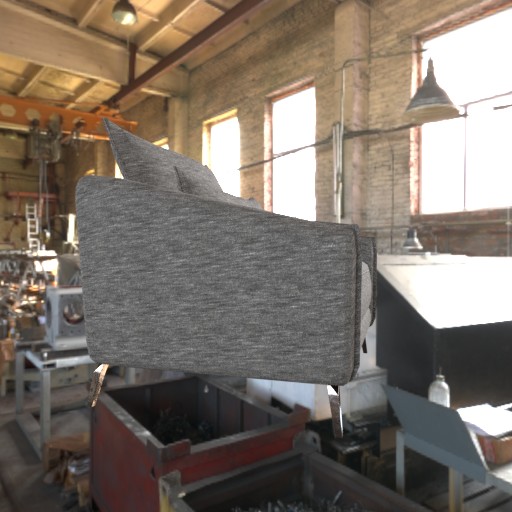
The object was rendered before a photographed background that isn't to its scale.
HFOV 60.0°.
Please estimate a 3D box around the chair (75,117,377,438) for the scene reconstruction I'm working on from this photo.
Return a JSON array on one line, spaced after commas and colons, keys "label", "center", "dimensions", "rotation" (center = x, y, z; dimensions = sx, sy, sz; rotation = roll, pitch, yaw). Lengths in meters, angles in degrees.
[{"label": "chair", "center": [0.000, 0.000, 1.590], "dimensions": [0.805, 0.842, 1.004], "rotation": [0, 0, 18]}]
